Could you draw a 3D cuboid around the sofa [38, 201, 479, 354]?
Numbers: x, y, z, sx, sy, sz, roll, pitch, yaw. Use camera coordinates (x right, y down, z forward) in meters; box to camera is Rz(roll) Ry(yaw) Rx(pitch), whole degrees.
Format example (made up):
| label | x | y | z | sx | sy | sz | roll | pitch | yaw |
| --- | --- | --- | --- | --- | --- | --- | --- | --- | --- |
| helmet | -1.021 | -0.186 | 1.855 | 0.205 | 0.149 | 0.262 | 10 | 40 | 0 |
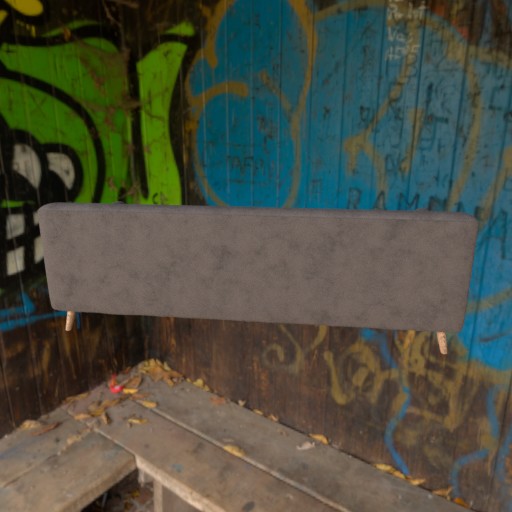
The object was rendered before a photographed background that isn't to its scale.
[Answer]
| label | x | y | z | sx | sy | sz | roll | pitch | yaw |
| --- | --- | --- | --- | --- | --- | --- | --- | --- | --- |
| sofa | 0.000 | 0.000 | 2.680 | 2.190 | 0.740 | 0.900 | 2 | 17 | 7 |
